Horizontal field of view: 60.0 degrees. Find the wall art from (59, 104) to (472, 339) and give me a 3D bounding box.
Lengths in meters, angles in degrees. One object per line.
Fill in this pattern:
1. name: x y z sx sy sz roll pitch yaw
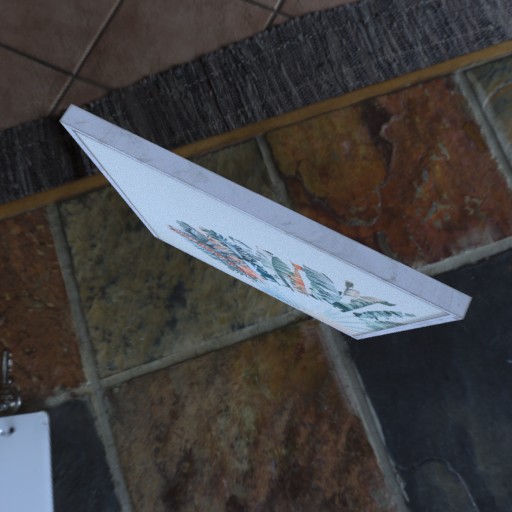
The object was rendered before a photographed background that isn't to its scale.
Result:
1. wall art: 0.000 0.000 1.115 0.760 0.757 0.038 27 78 6
